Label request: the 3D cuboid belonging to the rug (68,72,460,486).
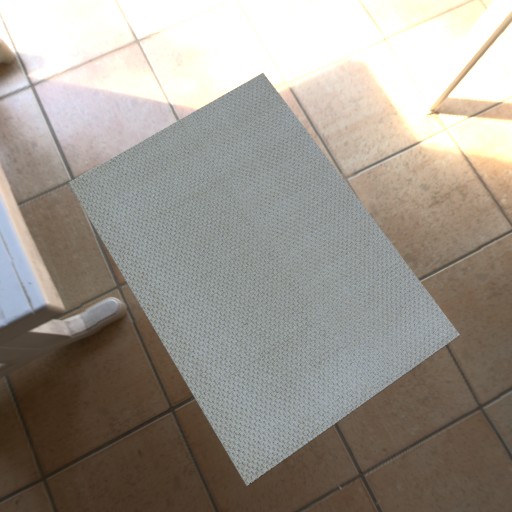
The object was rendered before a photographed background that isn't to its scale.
[{"bbox_3d":[0.000,0.000,2.757,1.509,0.013,2.144,-32,78,-7],"label":"rug"}]
